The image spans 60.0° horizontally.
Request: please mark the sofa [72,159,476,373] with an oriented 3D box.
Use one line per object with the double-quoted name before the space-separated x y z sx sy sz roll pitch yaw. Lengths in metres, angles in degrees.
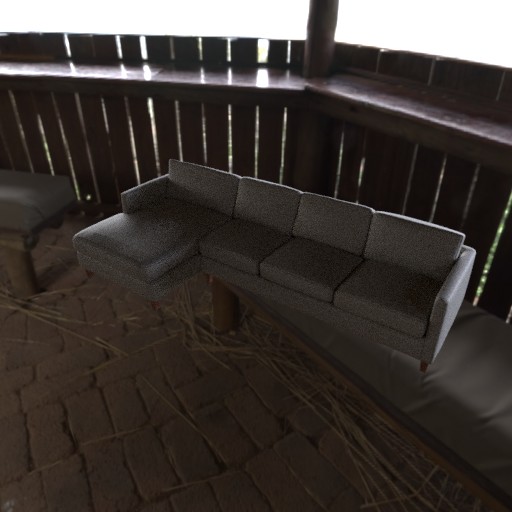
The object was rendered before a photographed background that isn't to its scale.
"sofa" 0.000 0.000 3.836 3.201 0.876 1.502 20 36 29
